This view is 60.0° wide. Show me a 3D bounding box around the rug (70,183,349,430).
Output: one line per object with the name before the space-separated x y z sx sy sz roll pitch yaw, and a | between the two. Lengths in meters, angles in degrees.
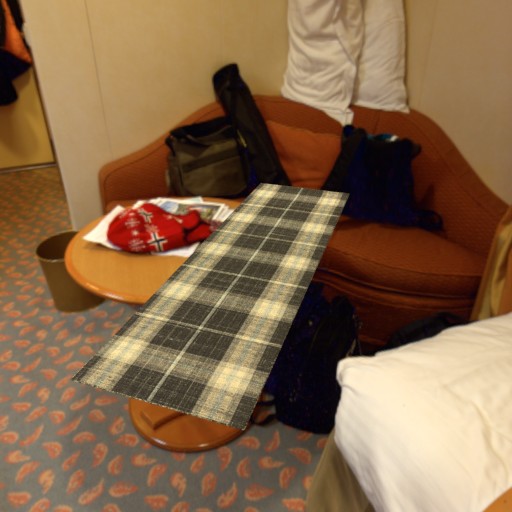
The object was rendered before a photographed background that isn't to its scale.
rug | 0.000 0.000 2.697 0.760 0.012 2.434 10 31 17
